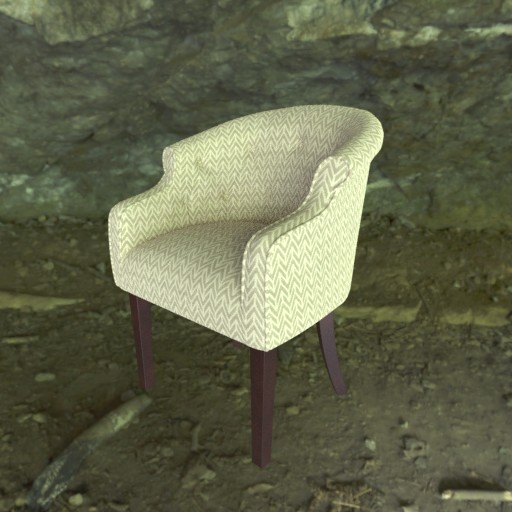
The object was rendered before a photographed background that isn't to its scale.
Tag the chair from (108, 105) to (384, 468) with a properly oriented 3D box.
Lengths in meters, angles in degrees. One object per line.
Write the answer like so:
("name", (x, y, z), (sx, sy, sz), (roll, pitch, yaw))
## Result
("chair", (0.000, 0.000, 1.306), (0.686, 0.858, 0.613), (15, 22, 41))
